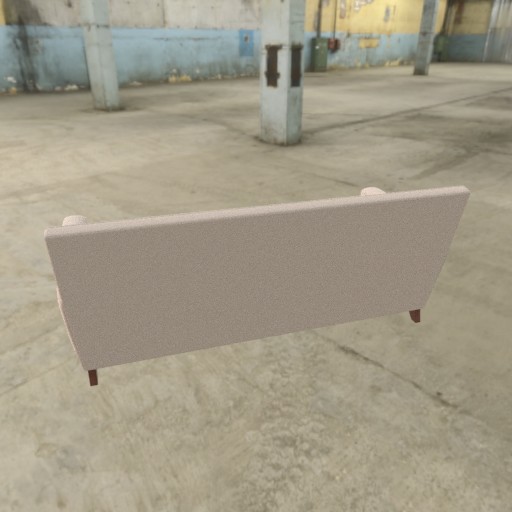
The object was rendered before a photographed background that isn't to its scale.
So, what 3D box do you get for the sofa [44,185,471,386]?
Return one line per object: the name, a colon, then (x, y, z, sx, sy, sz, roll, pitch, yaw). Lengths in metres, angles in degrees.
sofa: (0.000, 0.000, 2.428, 2.000, 0.846, 0.875, -8, 26, -16)
